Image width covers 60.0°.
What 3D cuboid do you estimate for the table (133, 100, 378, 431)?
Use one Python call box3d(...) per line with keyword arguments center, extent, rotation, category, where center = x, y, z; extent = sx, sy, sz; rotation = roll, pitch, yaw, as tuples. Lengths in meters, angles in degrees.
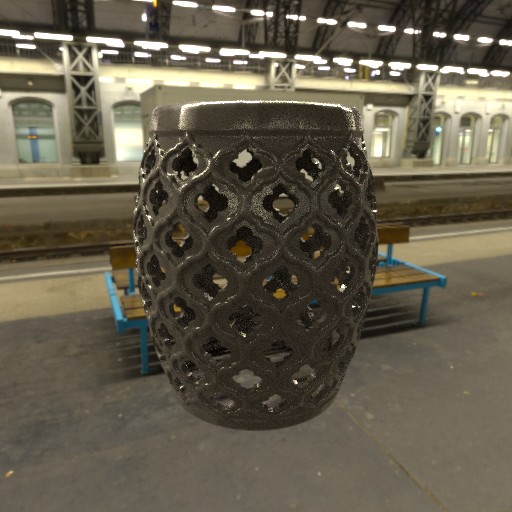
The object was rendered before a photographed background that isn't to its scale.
box3d(center=(0.000, 0.000, 0.615), extent=(0.325, 0.388, 0.325), rotation=(0, 15, 0), category="table")
